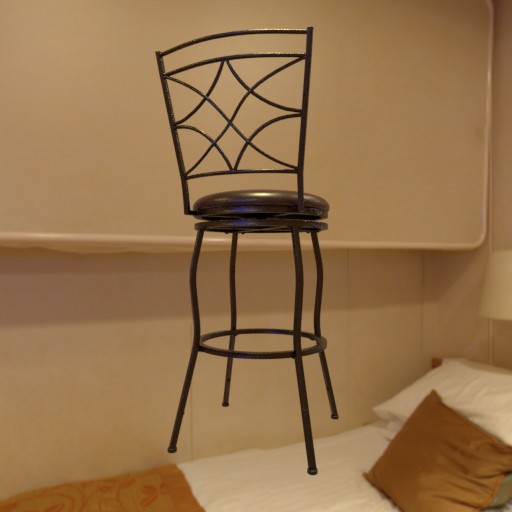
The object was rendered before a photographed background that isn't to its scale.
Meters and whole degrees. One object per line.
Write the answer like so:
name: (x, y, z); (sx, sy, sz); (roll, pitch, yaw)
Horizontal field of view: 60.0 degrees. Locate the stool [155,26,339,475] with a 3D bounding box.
stool: (0.000, 0.000, 1.348); (0.434, 1.117, 0.534); (0, 0, 18)
